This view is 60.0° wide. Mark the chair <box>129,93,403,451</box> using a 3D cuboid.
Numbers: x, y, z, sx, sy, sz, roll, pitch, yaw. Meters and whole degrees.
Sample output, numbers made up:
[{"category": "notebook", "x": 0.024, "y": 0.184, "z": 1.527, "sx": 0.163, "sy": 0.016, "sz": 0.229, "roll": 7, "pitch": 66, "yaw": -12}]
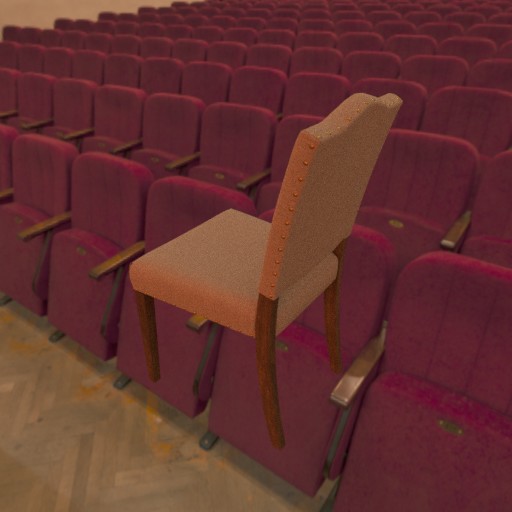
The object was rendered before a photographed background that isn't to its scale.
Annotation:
[{"category": "chair", "x": 0.000, "y": 0.000, "z": 1.362, "sx": 0.620, "sy": 1.020, "sz": 0.508, "roll": 21, "pitch": 37, "yaw": 30}]
